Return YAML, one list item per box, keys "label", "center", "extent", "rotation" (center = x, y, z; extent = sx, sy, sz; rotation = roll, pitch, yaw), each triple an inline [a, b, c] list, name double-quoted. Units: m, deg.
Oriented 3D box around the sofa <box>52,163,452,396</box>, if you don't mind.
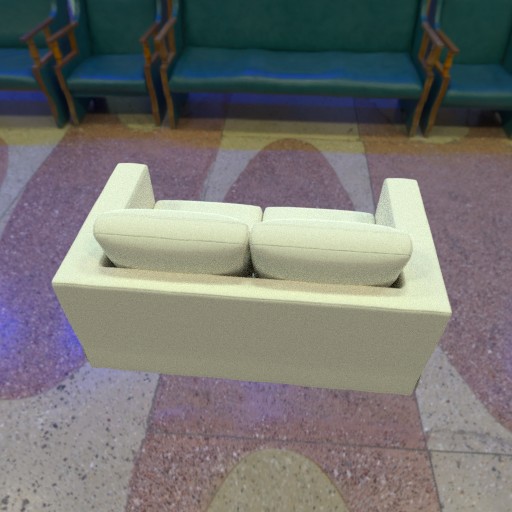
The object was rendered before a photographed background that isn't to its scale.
- label: "sofa"
  center: [0.000, 0.000, 2.442]
  extent: [1.813, 0.932, 1.009]
  rotation: [4, 45, 4]
